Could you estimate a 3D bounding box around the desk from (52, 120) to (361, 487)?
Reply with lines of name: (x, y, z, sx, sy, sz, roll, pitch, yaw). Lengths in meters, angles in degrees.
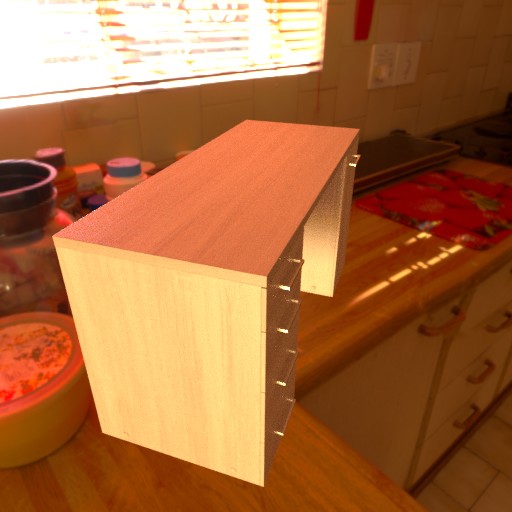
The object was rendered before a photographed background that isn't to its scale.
desk: (0.000, 0.000, 1.782, 0.600, 0.740, 1.390, 10, 31, 17)
